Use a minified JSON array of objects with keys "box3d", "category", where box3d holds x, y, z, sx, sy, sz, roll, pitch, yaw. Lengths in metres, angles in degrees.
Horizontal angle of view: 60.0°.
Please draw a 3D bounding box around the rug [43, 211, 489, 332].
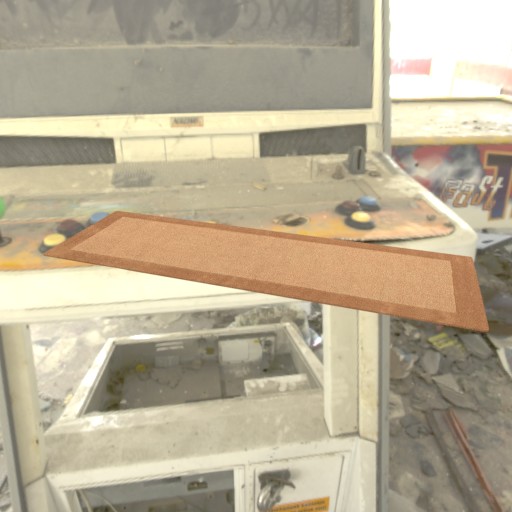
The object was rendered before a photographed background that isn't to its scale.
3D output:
[{"box3d":[0.000,0.000,2.635,2.439,0.017,0.764,8,28,16],"category":"rug"}]
